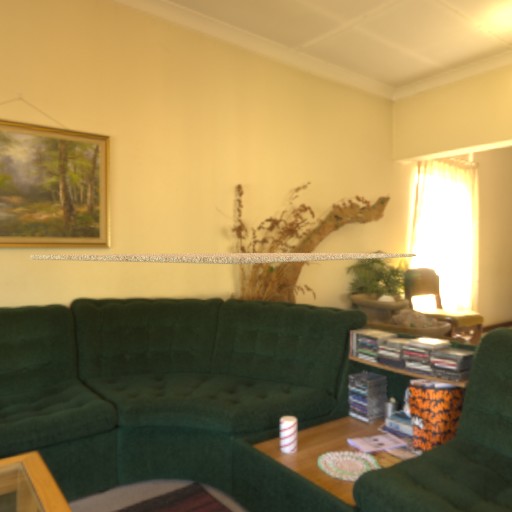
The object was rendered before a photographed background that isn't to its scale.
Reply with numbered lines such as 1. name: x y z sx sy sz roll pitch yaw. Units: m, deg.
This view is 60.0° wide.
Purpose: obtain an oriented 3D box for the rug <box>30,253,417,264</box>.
1. rug: 0.000 0.000 3.019 1.500 0.025 2.349 1 1 36
